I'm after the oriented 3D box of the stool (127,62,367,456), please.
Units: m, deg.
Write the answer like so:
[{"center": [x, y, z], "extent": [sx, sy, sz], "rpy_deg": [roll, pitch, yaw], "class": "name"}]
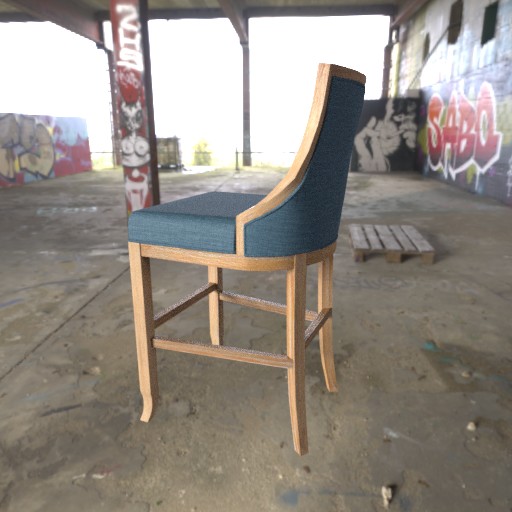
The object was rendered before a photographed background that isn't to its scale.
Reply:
[{"center": [0.000, 0.000, 1.459], "extent": [0.626, 1.101, 0.524], "rpy_deg": [7, 17, 23], "class": "stool"}]
